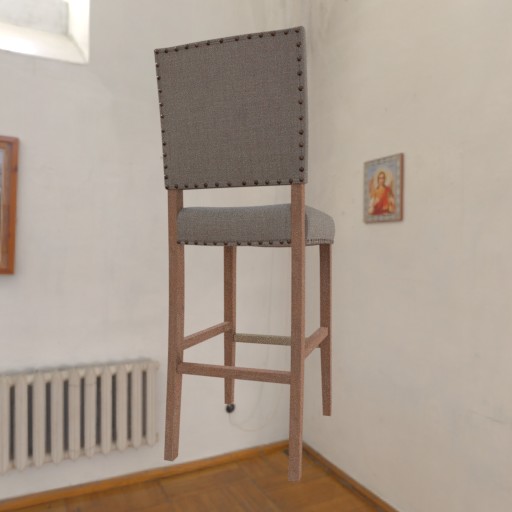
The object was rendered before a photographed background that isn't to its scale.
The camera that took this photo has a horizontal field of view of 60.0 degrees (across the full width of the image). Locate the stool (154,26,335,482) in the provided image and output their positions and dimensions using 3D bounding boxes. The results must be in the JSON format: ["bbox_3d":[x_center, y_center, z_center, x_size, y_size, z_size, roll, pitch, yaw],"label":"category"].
[{"bbox_3d":[0.000,0.000,1.470,0.445,1.203,0.585,0,1,18],"label":"stool"}]
